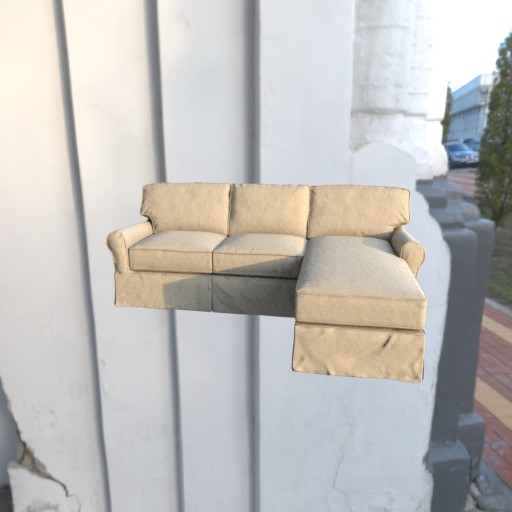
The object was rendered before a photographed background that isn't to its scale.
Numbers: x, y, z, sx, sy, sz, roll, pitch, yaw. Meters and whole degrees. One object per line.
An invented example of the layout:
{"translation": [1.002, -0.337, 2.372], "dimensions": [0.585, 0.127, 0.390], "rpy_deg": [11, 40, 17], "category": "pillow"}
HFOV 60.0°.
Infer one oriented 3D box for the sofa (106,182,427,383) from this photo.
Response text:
{"translation": [0.000, 0.000, 3.396], "dimensions": [2.475, 0.978, 1.733], "rpy_deg": [2, 15, 9], "category": "sofa"}
